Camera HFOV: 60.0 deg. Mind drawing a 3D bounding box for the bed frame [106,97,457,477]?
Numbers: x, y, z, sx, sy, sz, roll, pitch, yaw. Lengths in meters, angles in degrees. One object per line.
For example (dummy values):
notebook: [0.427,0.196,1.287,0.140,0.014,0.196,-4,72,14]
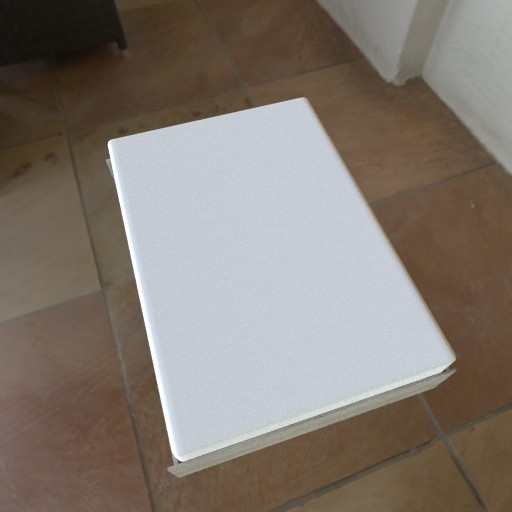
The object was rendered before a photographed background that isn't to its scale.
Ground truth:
bed frame: [0.000,0.000,2.604,1.445,0.497,1.945,-16,60,-9]
